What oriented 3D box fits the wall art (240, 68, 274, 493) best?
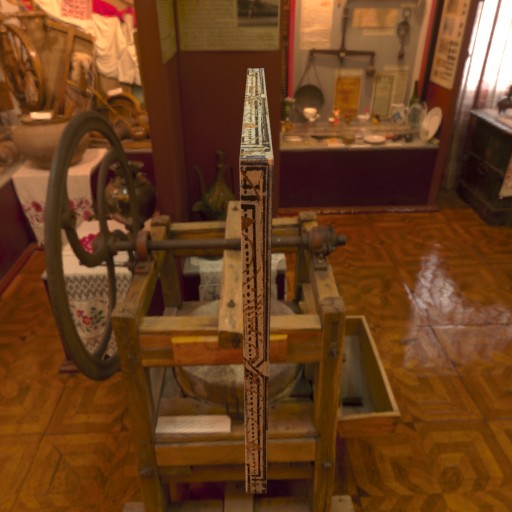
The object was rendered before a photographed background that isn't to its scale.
[{"bbox_3d":[0.000,0.000,0.881,0.036,0.607,0.609,0,31,0],"label":"wall art"}]
